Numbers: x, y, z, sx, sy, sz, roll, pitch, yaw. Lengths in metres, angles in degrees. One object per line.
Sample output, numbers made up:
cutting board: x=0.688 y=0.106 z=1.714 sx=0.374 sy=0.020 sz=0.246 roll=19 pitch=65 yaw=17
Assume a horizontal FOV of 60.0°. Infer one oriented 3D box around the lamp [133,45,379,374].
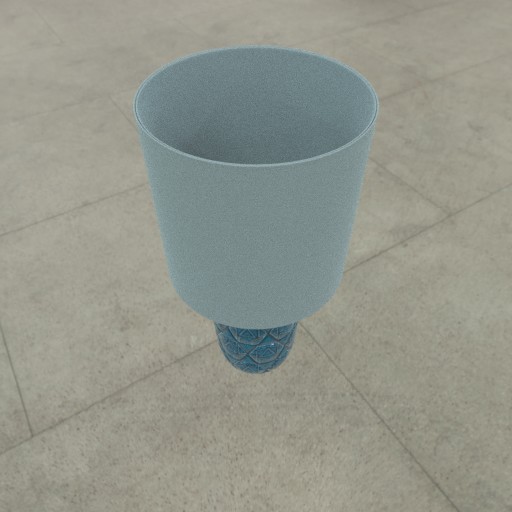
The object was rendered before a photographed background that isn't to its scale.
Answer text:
lamp: x=0.000 y=0.000 z=0.491 sx=0.193 sy=0.377 sz=0.193 roll=17 pitch=49 yaw=15
